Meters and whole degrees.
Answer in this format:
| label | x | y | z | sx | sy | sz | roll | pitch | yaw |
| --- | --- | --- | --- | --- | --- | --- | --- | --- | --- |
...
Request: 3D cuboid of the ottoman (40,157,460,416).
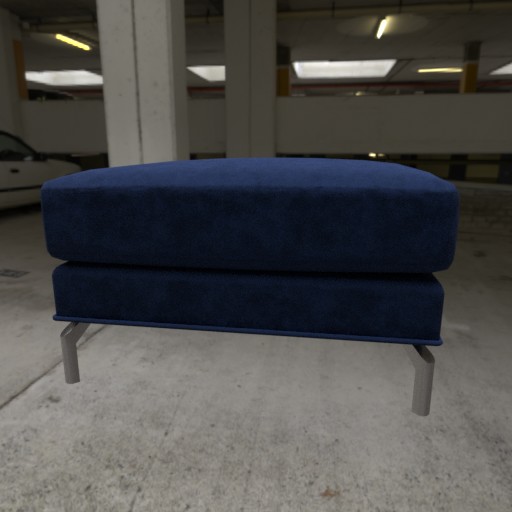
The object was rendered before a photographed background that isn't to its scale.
| label | x | y | z | sx | sy | sz | roll | pitch | yaw |
| --- | --- | --- | --- | --- | --- | --- | --- | --- | --- |
| ottoman | 0.000 | 0.000 | 1.159 | 0.835 | 0.498 | 0.587 | 2 | 14 | 9 |
